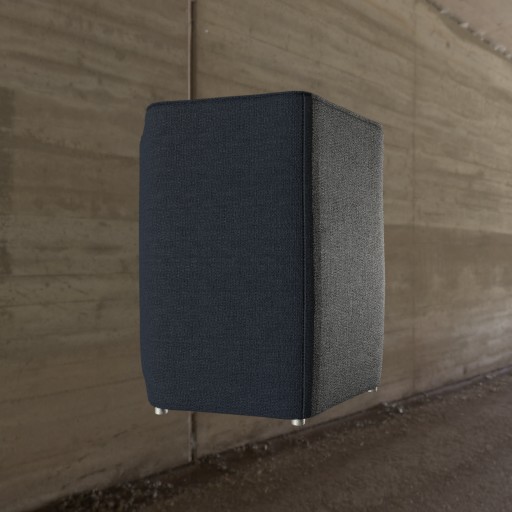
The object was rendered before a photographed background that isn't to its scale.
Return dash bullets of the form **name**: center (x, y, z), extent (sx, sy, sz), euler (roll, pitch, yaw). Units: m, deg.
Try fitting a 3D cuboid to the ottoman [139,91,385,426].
- **ottoman**: center (0.000, 0.000, 0.880), extent (0.492, 0.505, 0.454), euler (0, 0, 17)
